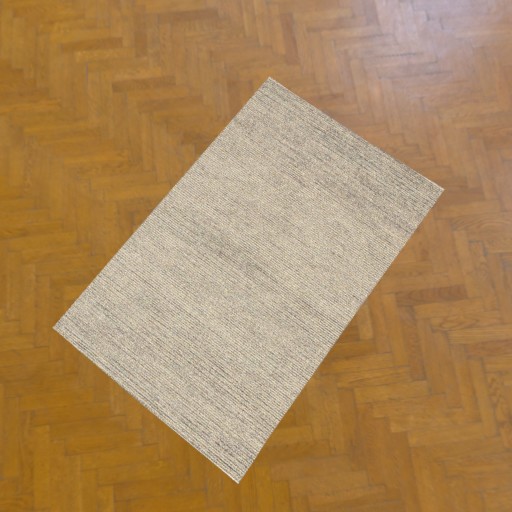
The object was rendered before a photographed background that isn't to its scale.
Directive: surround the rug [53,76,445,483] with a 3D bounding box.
[{"bbox_3d":[0.000,0.000,2.272,1.162,0.022,1.804,36,79,9],"label":"rug"}]
